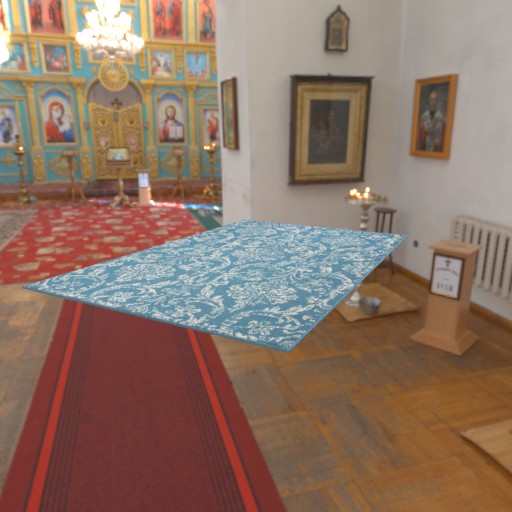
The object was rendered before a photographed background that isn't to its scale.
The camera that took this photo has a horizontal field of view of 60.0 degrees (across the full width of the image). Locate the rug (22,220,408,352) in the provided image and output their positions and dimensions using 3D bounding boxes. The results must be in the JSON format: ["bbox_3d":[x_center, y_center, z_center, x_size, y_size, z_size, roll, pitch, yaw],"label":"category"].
[{"bbox_3d":[0.000,0.000,3.498,1.816,0.018,2.746,8,16,28],"label":"rug"}]
